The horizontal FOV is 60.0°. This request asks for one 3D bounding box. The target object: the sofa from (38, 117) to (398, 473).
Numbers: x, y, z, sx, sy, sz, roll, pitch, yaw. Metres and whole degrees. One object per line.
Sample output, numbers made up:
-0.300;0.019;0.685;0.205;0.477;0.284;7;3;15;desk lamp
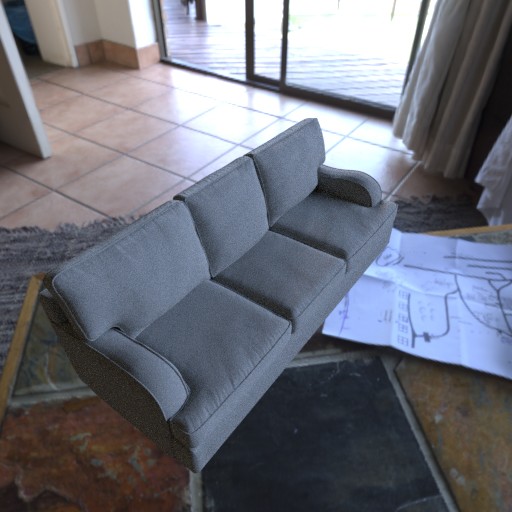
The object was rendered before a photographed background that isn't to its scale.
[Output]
0.000;0.000;2.831;1.016;0.997;2.323;25;46;27;sofa
